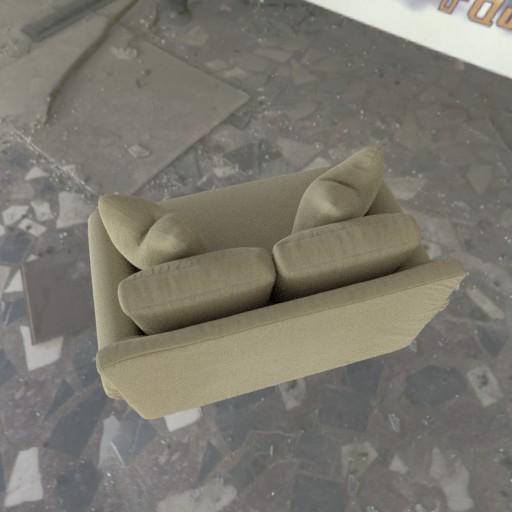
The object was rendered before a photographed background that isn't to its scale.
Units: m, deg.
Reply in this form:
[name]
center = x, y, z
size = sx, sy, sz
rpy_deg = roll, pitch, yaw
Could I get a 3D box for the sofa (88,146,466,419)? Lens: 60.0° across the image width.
[sofa]
center = 0.000, 0.000, 2.185
size = 1.550, 0.905, 1.070
rpy_deg = -13, 59, -8
